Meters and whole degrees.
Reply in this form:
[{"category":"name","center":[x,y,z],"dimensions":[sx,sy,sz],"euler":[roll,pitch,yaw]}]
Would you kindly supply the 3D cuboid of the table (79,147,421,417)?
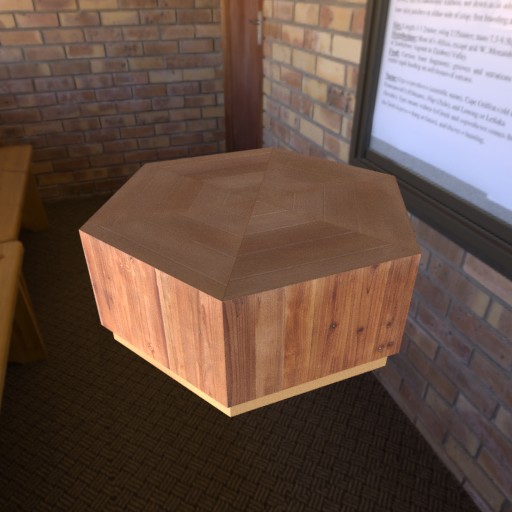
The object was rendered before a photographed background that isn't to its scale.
[{"category":"table","center":[0.000,0.000,1.641],"dimensions":[1.154,0.456,1.000],"euler":[22,38,31]}]
